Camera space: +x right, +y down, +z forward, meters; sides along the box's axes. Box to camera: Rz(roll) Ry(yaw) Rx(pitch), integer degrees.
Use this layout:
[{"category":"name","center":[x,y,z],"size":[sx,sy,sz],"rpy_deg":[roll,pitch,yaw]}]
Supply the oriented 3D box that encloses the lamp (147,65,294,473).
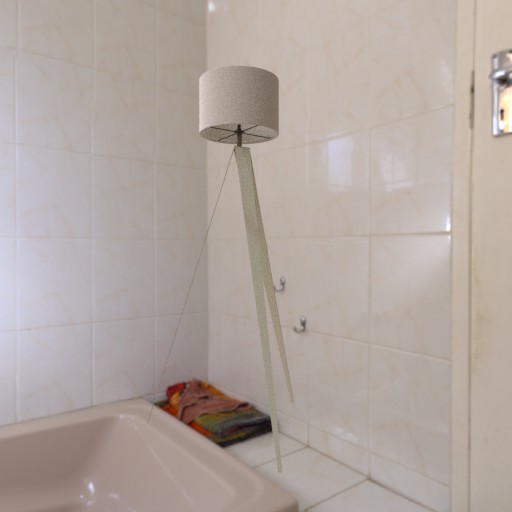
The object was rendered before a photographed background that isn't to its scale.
[{"category":"lamp","center":[0.000,0.000,1.938],"size":[0.724,1.524,0.716],"rpy_deg":[-1,1,-36]}]
